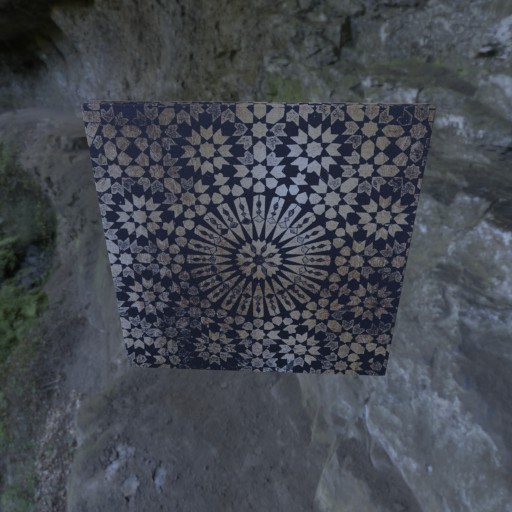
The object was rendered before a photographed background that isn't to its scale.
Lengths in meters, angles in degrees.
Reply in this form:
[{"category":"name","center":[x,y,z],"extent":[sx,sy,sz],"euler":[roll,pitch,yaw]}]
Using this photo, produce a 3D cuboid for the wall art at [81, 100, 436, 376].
[{"category":"wall art","center":[0.000,0.000,0.924],"extent":[0.612,0.612,0.038],"euler":[1,29,2]}]
